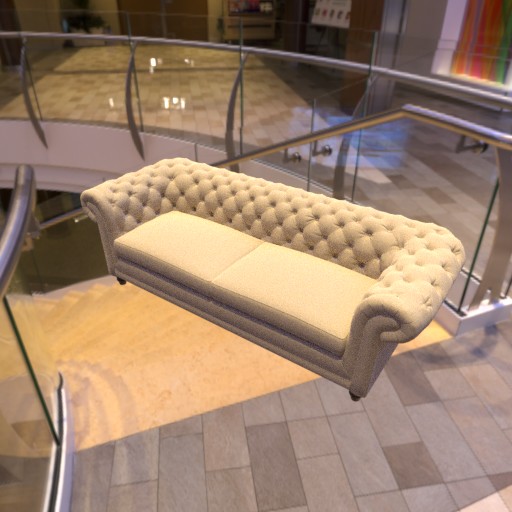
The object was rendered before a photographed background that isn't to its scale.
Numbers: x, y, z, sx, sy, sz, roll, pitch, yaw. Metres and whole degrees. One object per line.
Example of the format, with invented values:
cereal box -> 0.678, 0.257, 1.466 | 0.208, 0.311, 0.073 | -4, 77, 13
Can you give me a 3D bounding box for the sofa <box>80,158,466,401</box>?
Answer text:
sofa -> 0.000, 0.000, 3.303 | 2.694, 0.847, 1.076 | 20, 37, 29
